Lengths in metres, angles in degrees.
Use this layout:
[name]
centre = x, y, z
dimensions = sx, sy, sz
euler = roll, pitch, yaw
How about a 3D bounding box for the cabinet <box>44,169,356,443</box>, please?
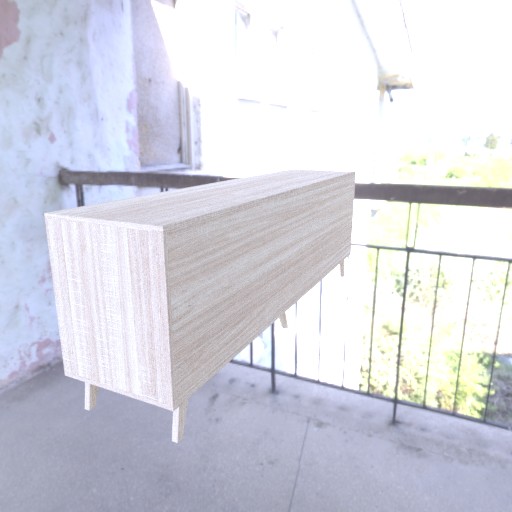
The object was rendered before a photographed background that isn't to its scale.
[cabinet]
centre = 0.000, 0.000, 2.442
dimensions = 0.500, 0.780, 2.200
euler = 8, 17, 26
